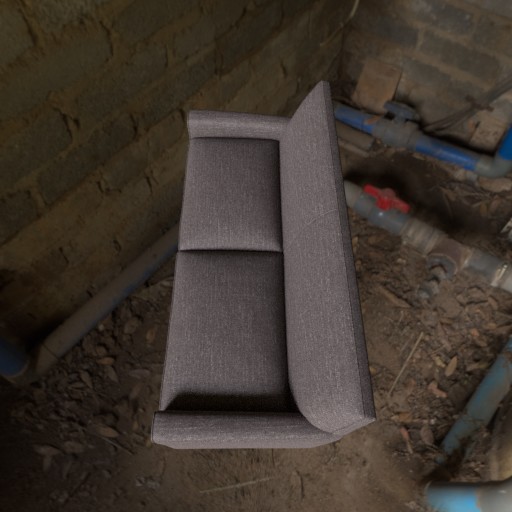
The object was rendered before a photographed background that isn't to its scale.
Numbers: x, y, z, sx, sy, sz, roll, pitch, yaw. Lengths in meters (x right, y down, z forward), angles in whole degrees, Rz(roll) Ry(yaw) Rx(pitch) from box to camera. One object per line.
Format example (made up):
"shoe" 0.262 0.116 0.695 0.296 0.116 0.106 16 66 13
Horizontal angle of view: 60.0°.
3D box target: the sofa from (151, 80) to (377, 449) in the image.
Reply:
"sofa" 0.000 0.000 2.451 0.875 0.846 1.976 0 58 0
